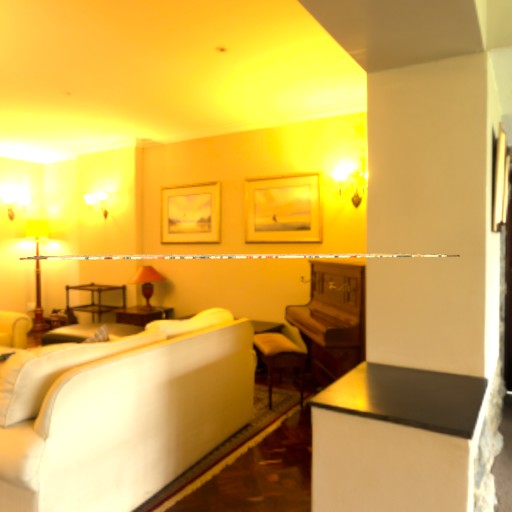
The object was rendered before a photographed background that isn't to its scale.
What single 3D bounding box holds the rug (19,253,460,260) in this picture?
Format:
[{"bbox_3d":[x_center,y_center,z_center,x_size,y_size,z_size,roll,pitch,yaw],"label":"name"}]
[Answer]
[{"bbox_3d":[0.000,0.000,2.936,2.682,0.015,0.763,0,1,-18],"label":"rug"}]
